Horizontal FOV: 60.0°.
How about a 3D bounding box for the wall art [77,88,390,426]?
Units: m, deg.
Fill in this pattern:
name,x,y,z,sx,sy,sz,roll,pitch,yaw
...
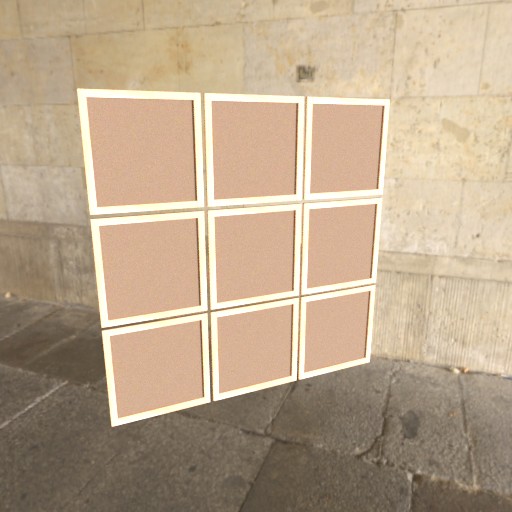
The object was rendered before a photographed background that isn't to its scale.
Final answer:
name,x,y,z,sx,sy,sz,roll,pitch,yaw
wall art,0.000,0.000,1.779,1.216,1.218,0.013,-7,17,-23
